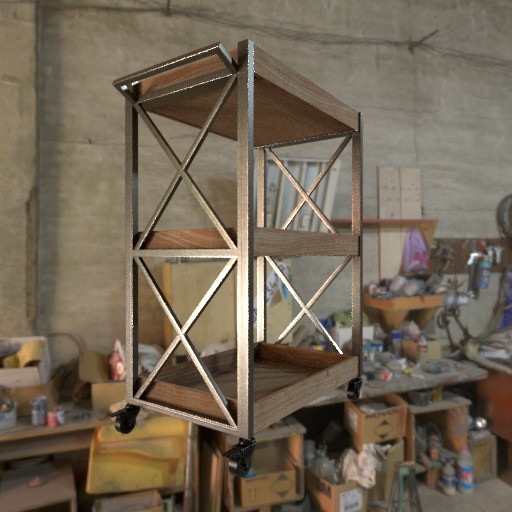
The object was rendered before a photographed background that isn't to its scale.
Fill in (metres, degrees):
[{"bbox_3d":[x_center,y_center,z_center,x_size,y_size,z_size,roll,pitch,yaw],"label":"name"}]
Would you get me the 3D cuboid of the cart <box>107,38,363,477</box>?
[{"bbox_3d":[0.000,0.000,1.182,0.377,0.835,0.673,0,0,36],"label":"cart"}]
